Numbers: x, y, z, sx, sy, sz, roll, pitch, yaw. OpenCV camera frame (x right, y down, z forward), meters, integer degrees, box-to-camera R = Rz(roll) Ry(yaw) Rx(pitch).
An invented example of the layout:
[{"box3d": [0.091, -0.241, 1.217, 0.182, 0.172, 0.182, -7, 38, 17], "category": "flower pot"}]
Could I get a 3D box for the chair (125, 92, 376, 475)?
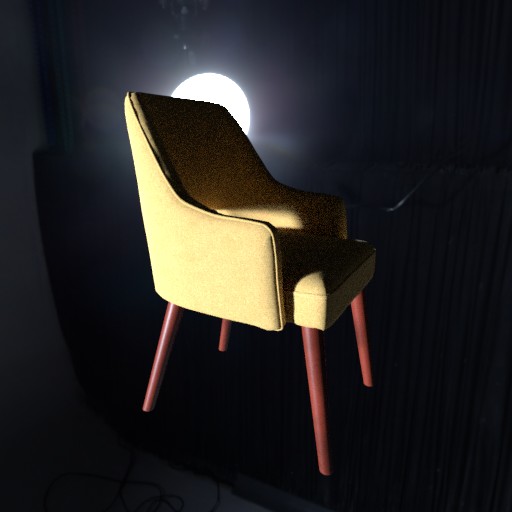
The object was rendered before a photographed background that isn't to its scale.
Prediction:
[{"box3d": [0.000, 0.000, 1.210, 0.605, 0.849, 0.548, 7, 17, 26], "category": "chair"}]
